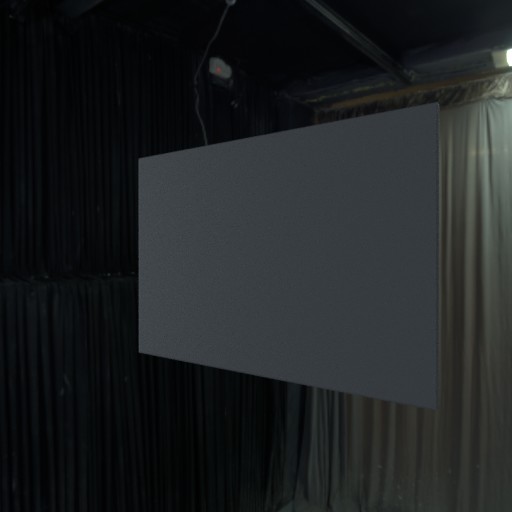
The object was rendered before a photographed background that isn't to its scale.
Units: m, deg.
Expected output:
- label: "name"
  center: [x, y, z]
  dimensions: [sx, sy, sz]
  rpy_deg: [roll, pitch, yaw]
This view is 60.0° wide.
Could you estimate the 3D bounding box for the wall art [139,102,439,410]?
- label: "wall art"
  center: [0.000, 0.000, 1.236]
  dimensions: [0.964, 0.659, 0.049]
  rpy_deg: [0, 0, 37]
